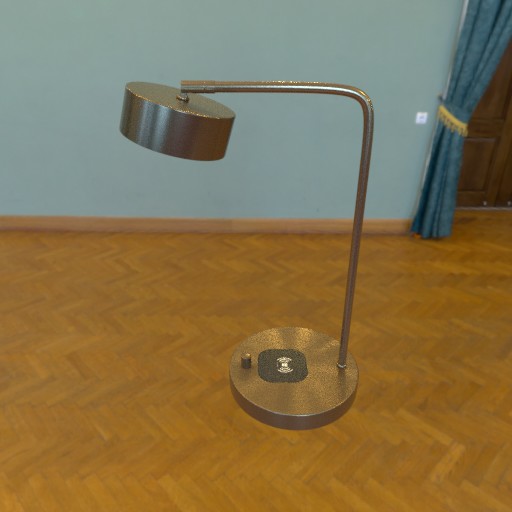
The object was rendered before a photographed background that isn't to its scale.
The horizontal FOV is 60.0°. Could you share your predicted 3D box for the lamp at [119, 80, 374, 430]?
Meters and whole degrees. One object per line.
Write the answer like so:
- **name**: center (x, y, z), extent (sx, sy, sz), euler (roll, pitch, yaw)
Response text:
- **lamp**: center (0.000, 0.000, 0.513), extent (0.270, 0.380, 0.171), euler (0, 28, 0)
